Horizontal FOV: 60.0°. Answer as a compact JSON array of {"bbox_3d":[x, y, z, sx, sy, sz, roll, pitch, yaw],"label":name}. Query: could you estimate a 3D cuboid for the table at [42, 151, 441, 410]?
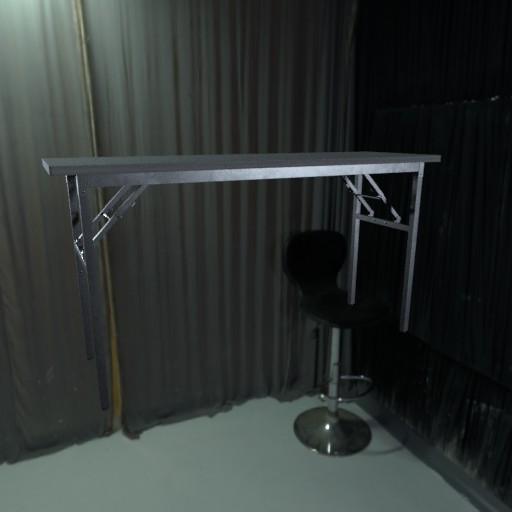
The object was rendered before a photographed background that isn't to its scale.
[{"bbox_3d":[0.000,0.000,1.714,1.399,0.750,0.449,-8,17,-26],"label":"table"}]
